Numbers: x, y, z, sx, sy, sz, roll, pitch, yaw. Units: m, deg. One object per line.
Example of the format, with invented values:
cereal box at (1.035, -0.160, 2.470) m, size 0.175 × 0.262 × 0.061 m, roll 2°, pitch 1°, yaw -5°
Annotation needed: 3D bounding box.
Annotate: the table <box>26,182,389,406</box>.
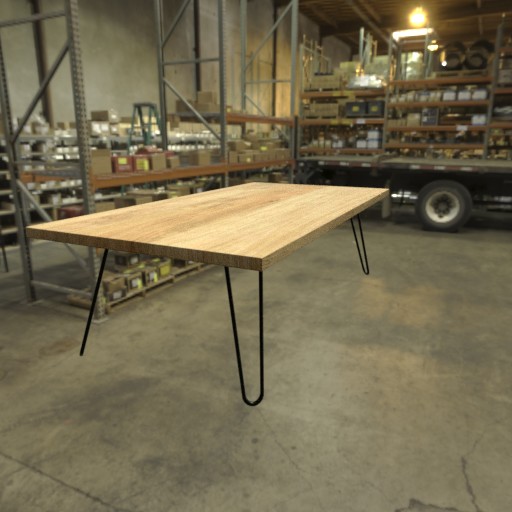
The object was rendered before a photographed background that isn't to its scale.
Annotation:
table at (0.000, 0.000, 1.661) m, size 0.699 × 0.400 × 1.348 m, roll 7°, pitch 17°, yaw 26°
